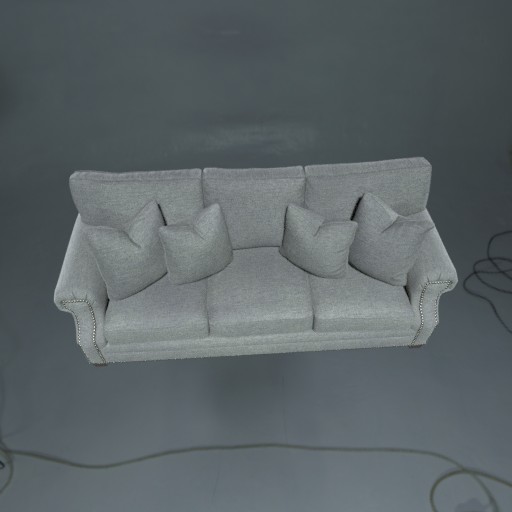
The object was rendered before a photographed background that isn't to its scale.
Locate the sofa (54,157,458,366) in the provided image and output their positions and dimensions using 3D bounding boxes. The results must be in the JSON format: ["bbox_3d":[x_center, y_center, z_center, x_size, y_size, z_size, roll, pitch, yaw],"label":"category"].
[{"bbox_3d":[0.000,0.000,2.811,2.312,0.975,0.965,-3,47,-3],"label":"sofa"}]
